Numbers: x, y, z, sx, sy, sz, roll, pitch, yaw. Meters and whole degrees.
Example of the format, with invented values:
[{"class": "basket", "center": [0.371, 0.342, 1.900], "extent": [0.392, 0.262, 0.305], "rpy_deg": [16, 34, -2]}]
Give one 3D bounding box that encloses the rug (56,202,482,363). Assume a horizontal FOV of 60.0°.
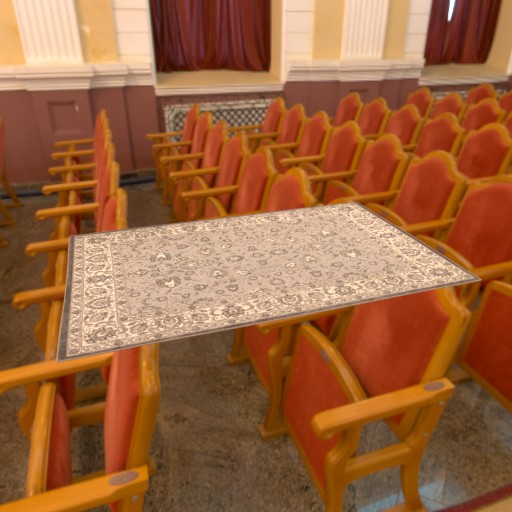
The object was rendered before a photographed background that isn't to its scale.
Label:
[{"class": "rug", "center": [0.000, 0.000, 3.024], "extent": [2.438, 0.011, 1.524], "rpy_deg": [-8, 28, -16]}]
